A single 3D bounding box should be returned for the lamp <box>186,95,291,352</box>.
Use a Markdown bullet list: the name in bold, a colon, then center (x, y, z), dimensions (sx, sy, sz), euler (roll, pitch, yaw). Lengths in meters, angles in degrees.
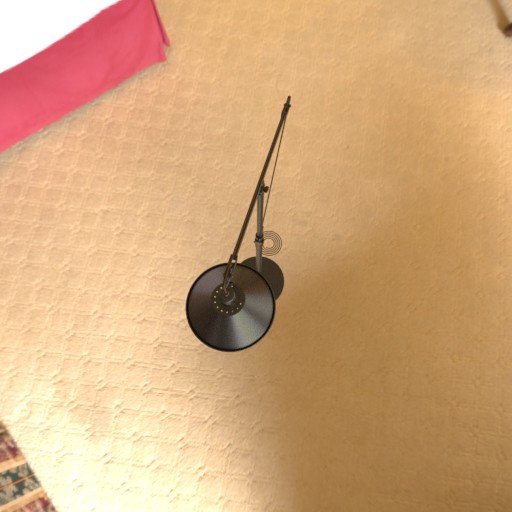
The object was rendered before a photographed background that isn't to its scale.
- **lamp**: center (0.000, 0.000, 1.959), dimensions (0.319, 1.626, 0.904), euler (15, 75, 4)
